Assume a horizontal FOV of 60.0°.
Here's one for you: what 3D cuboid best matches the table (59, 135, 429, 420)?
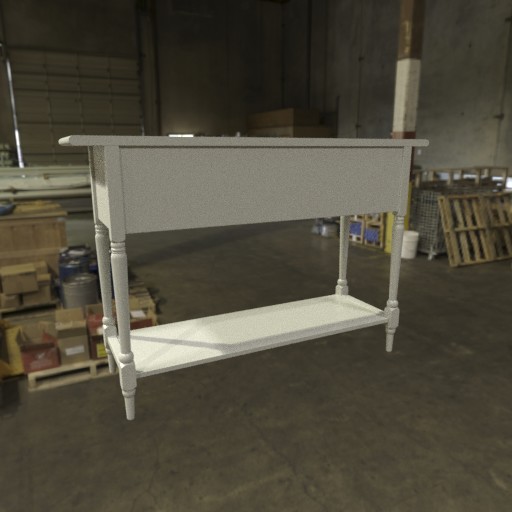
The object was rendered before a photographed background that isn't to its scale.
[{"bbox_3d":[0.000,0.000,1.583,1.197,0.808,0.384,-7,15,-26],"label":"table"}]
